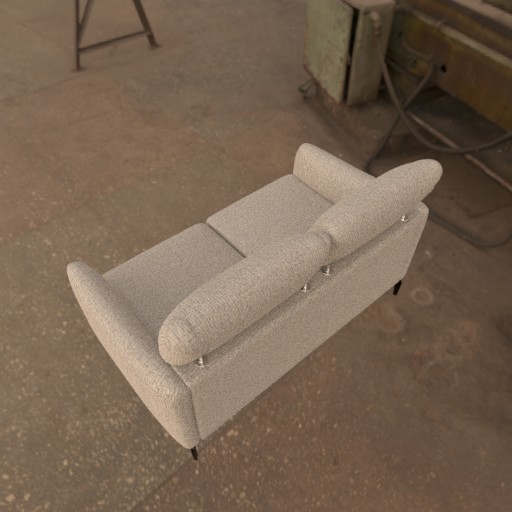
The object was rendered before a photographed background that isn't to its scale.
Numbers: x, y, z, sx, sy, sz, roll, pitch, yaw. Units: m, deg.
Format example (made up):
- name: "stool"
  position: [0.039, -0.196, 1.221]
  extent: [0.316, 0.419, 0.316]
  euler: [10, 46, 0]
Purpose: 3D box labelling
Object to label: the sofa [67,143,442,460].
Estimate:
- name: "sofa"
  position: [0.000, 0.000, 2.110]
  extent: [1.540, 0.950, 0.905]
  euler: [-32, 55, -26]
